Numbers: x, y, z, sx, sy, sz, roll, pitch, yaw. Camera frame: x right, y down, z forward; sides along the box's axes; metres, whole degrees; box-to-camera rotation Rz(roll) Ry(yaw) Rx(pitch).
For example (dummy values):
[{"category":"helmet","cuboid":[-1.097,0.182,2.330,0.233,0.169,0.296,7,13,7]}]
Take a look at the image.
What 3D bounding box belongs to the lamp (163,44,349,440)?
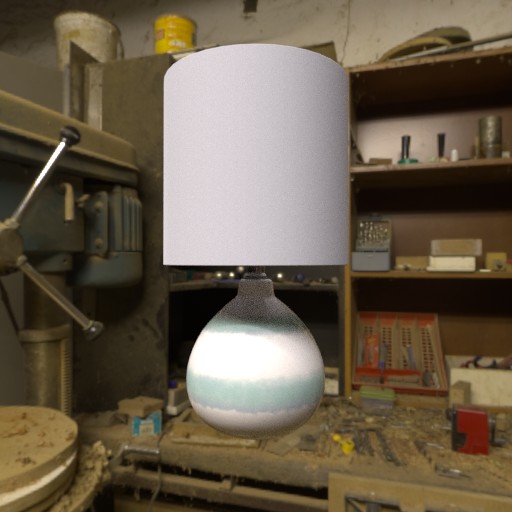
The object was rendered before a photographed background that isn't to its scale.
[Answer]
[{"category":"lamp","cuboid":[0.000,0.000,0.529,0.217,0.404,0.217,0,-1,18]}]
